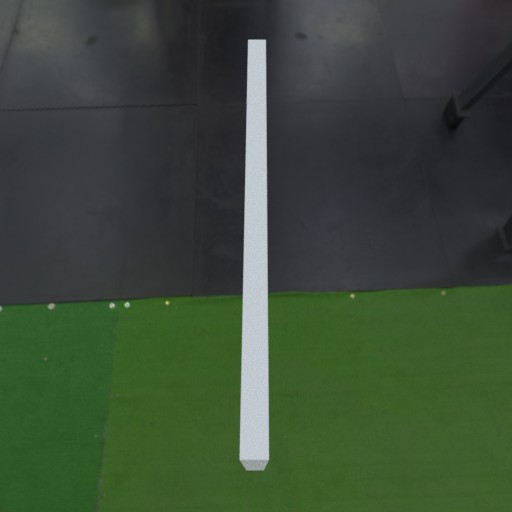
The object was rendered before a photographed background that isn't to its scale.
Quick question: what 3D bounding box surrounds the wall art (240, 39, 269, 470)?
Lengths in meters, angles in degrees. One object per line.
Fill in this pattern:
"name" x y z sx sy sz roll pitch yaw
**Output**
"wall art" 0.000 0.000 0.946 0.038 0.431 0.812 0 63 0
